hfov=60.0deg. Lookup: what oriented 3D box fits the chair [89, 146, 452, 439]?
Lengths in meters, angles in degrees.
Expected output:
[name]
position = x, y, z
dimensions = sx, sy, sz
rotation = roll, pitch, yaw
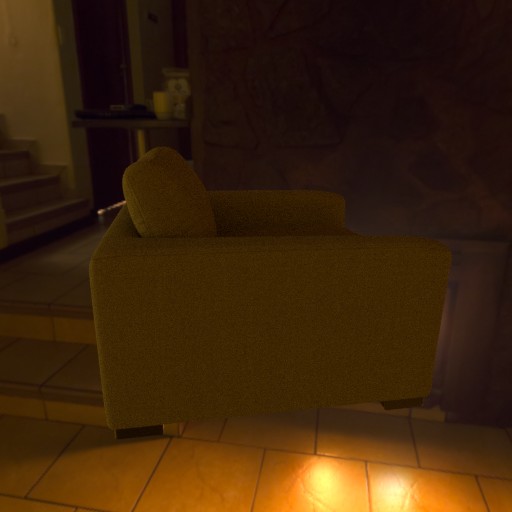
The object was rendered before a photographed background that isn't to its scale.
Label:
[chair]
position = 0.000, 0.000, 1.826
dimensions = 1.100, 0.847, 1.070
rotation = -3, 17, -9
